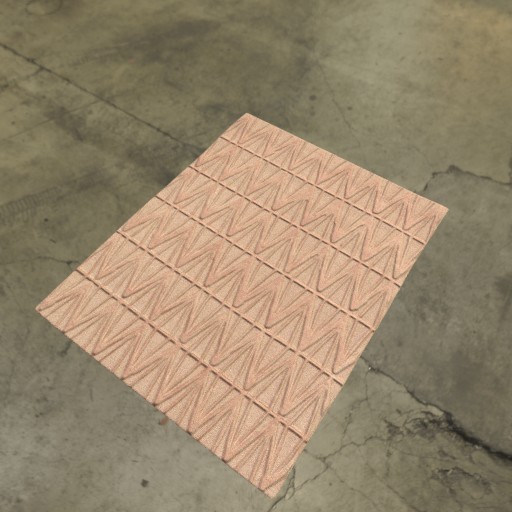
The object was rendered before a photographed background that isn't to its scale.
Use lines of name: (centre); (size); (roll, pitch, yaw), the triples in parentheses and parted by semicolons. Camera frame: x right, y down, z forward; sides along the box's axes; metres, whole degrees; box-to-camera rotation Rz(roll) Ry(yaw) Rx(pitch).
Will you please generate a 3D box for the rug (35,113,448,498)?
rug: (0.000, 0.000, 4.023); (2.453, 0.043, 3.052); (31, 63, 18)
